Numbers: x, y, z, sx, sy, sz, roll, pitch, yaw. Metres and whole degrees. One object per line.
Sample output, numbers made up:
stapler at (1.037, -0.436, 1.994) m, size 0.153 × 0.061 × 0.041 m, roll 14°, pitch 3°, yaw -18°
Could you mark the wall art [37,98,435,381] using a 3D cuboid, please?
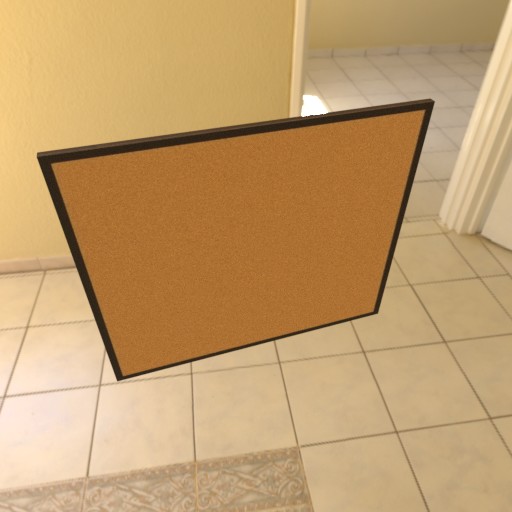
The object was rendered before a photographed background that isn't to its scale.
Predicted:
wall art at (0.000, 0.000, 1.400) m, size 1.033 × 0.875 × 0.023 m, roll -12°, pitch 42°, yaw -13°
